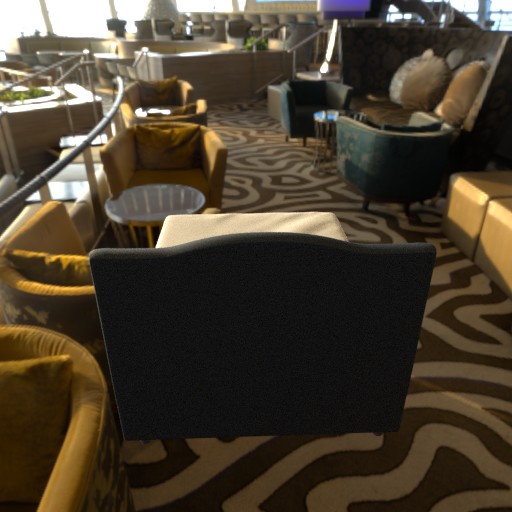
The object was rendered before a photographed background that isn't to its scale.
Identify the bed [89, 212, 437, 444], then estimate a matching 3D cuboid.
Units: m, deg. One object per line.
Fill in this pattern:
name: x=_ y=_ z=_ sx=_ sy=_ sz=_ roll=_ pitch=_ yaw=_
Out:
bed: x=0.000 y=0.000 z=3.431 sx=1.821 sy=1.436 sz=2.282 roll=-1 pitch=29 yaw=-2
